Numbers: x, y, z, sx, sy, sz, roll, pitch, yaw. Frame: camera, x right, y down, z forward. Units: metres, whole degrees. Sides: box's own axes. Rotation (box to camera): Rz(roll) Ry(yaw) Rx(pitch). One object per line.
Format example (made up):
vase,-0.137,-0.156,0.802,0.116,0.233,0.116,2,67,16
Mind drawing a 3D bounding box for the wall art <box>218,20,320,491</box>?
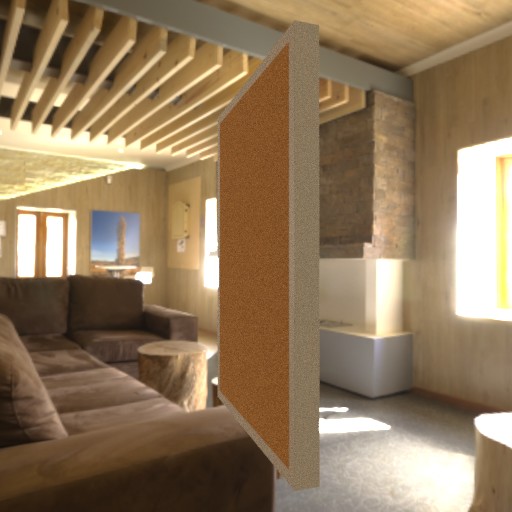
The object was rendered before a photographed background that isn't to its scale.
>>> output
wall art,0.000,0.000,0.838,0.038,0.657,0.450,0,-1,-19
